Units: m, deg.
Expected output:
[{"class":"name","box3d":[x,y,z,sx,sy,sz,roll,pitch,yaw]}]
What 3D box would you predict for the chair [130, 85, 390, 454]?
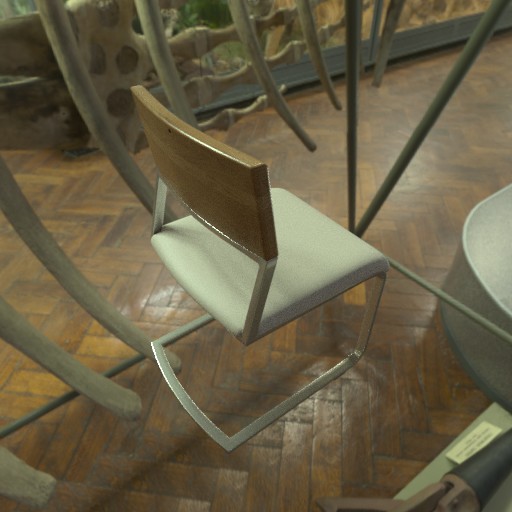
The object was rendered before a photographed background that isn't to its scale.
[{"class":"chair","box3d":[0.000,0.000,1.190,0.585,0.844,0.467,-25,46,-27]}]
